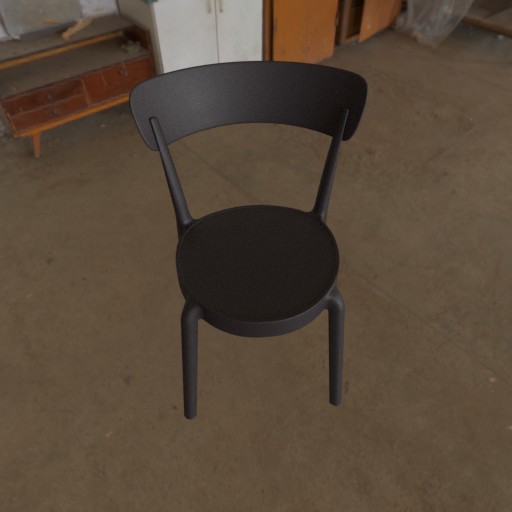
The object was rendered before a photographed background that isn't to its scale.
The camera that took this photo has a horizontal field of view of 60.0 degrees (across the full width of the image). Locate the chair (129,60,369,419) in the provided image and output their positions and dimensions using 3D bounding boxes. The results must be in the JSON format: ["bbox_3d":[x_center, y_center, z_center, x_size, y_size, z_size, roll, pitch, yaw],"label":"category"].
[{"bbox_3d":[0.000,0.000,1.131,0.506,0.790,0.491,-4,48,-4],"label":"chair"}]
